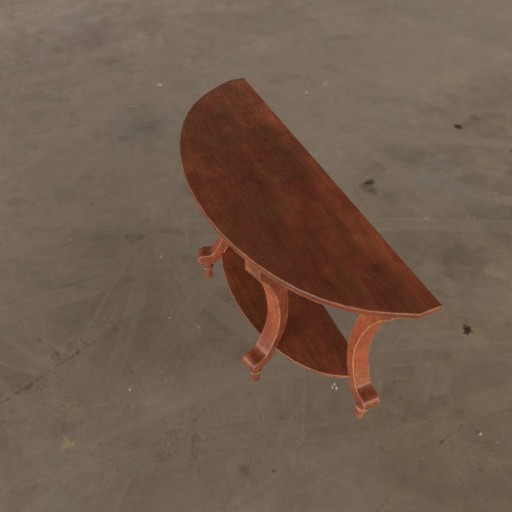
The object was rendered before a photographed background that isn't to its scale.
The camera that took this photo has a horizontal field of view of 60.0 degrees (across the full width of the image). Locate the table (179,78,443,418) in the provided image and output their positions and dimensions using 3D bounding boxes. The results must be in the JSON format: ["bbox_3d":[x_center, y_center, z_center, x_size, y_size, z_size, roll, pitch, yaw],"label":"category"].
[{"bbox_3d":[0.000,0.000,1.559,0.394,0.699,1.198,-17,49,-15],"label":"table"}]
